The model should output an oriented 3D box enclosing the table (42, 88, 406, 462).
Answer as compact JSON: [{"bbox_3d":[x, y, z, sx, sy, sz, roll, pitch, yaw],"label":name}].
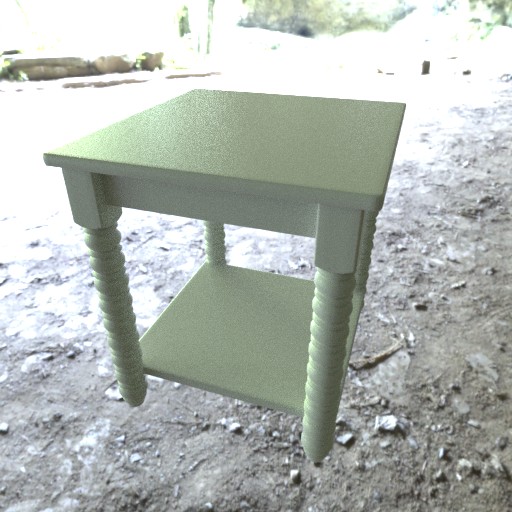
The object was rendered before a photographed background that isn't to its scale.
[{"bbox_3d":[0.000,0.000,0.948,0.500,0.563,0.533,10,33,16],"label":"table"}]
